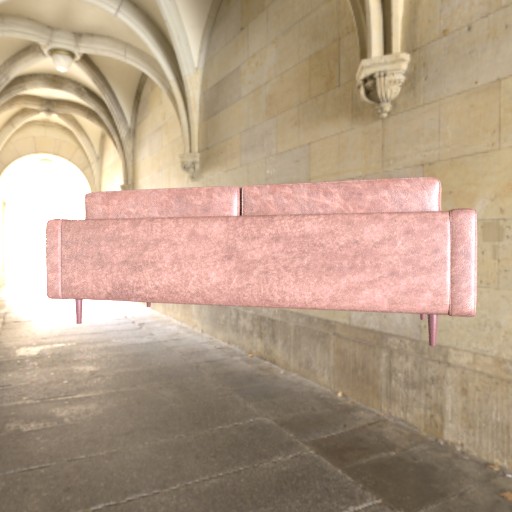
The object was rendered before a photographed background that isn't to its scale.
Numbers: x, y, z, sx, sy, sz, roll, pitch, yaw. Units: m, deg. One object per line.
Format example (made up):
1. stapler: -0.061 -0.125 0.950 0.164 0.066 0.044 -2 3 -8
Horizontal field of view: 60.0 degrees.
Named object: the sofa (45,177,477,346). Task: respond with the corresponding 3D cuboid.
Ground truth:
1. sofa: 0.000 0.000 2.573 2.210 0.762 0.914 0 1 18
